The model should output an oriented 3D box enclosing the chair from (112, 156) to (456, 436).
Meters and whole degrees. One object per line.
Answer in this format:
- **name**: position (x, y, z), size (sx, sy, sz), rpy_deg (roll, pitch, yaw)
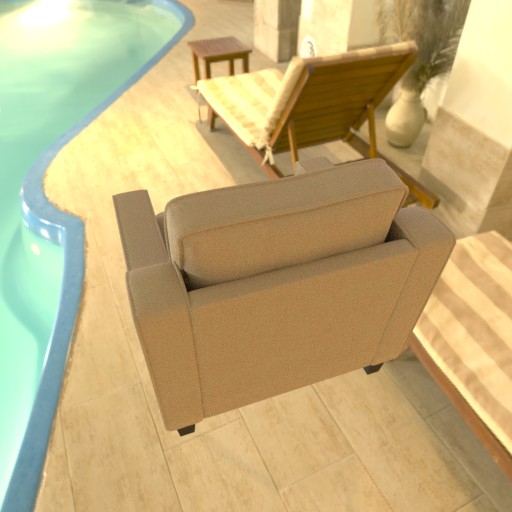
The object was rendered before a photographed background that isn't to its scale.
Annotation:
- **chair**: position (0.000, 0.000, 1.655), size (0.922, 0.948, 0.882), rpy_deg (-13, 43, -15)
